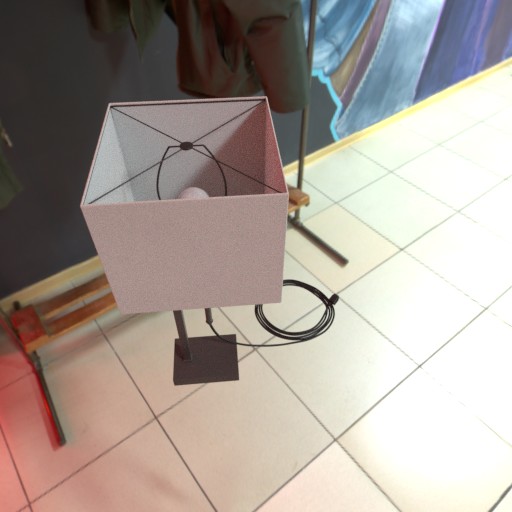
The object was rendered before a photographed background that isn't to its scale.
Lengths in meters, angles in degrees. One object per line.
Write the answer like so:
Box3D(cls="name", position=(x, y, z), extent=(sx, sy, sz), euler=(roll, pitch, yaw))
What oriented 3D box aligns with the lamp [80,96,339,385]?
Box3D(cls="lamp", position=(0.000, 0.000, 0.977), extent=(0.504, 0.660, 0.399), euler=(-4, 47, -4))
